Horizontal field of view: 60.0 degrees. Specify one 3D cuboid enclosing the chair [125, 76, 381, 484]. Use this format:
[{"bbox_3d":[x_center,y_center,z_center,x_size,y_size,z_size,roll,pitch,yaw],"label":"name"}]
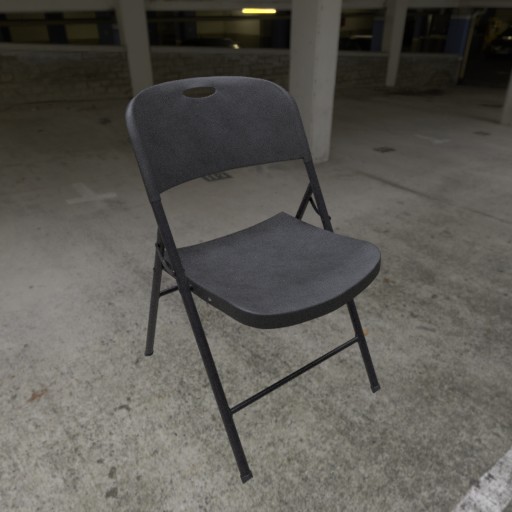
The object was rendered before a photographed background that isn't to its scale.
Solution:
[{"bbox_3d":[0.000,0.000,1.156,0.494,0.810,0.566,-20,36,-31],"label":"chair"}]
